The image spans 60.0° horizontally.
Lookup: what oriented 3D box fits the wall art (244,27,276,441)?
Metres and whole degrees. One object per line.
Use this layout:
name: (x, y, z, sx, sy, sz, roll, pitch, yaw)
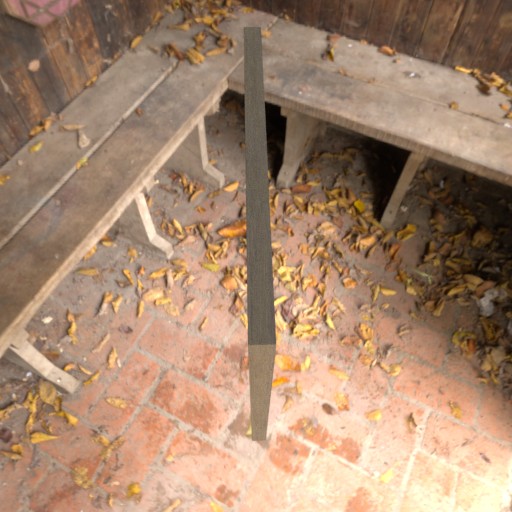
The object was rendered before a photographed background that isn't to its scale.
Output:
wall art: (0.000, 0.000, 1.131, 0.039, 0.758, 0.758, -1, 58, -1)
